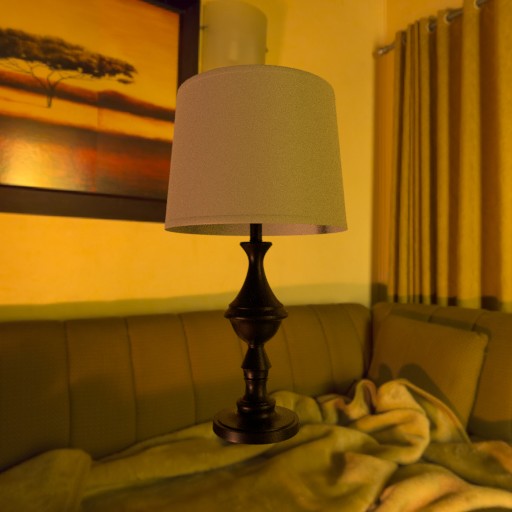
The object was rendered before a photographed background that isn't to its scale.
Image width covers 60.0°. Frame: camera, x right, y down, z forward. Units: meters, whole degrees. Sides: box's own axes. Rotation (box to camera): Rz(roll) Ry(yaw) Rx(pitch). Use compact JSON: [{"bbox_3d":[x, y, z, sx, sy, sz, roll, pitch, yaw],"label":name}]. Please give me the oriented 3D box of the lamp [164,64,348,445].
[{"bbox_3d":[0.000,0.000,0.945,0.383,0.726,0.383,0,-1,0],"label":"lamp"}]
